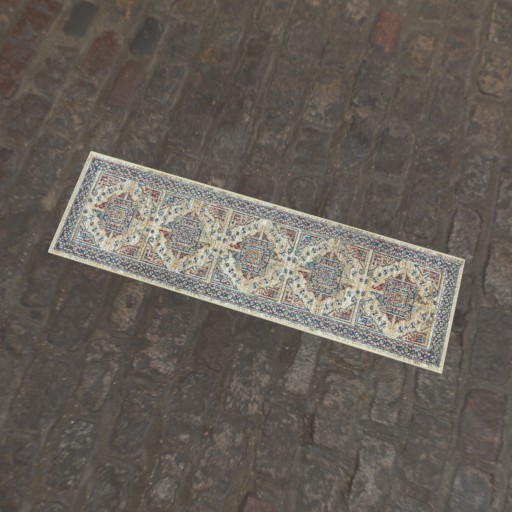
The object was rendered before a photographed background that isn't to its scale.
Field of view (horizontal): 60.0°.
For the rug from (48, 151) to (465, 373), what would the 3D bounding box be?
[{"bbox_3d":[0.000,0.000,2.540,2.297,0.013,0.661,17,77,4],"label":"rug"}]
